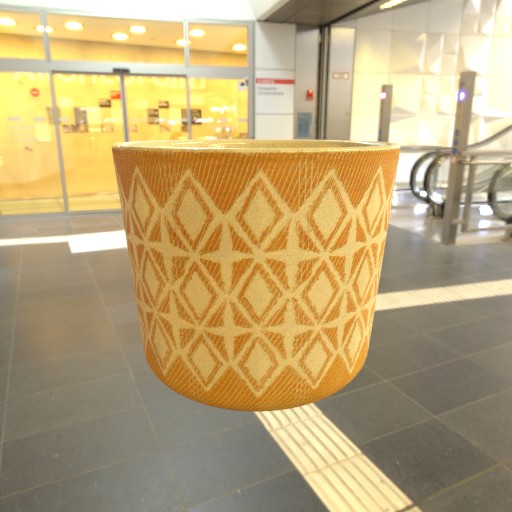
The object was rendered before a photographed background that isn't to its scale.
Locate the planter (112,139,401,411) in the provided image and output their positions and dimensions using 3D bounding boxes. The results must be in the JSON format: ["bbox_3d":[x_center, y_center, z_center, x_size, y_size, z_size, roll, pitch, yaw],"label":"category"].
[{"bbox_3d":[0.000,0.000,0.332,0.193,0.165,0.193,0,16,0],"label":"planter"}]
